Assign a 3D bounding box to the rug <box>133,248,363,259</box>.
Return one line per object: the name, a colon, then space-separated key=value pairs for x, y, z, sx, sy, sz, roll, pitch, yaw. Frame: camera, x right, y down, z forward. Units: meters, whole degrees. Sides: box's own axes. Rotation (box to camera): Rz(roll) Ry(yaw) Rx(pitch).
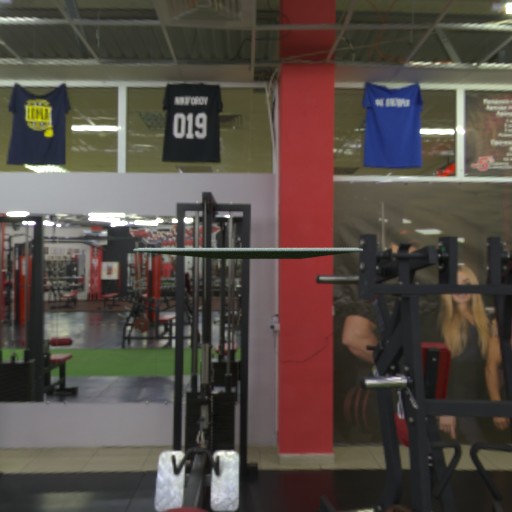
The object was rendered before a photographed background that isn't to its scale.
rug: x=0.000 y=0.000 z=2.367 sx=0.662 sy=0.011 sz=2.196 roll=0 pitch=-1 yaw=1
